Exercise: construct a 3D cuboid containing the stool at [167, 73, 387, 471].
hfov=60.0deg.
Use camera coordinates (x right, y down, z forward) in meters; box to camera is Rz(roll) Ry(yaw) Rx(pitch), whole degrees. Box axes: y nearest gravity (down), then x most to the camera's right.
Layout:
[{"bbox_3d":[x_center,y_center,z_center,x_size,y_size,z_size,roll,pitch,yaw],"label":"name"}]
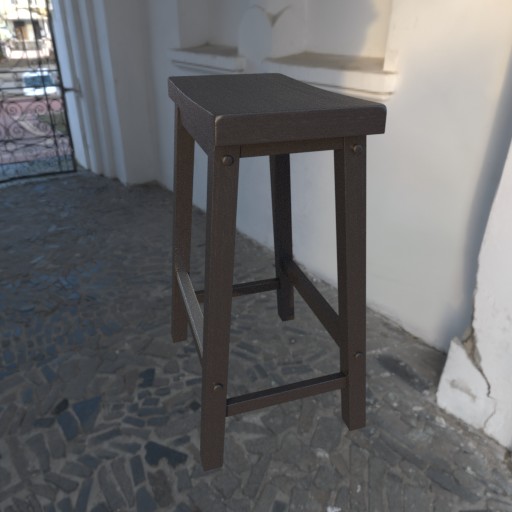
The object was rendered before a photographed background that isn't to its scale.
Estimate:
[{"bbox_3d":[0.000,0.000,0.852,0.322,0.610,0.406,-9,29,-15],"label":"stool"}]
